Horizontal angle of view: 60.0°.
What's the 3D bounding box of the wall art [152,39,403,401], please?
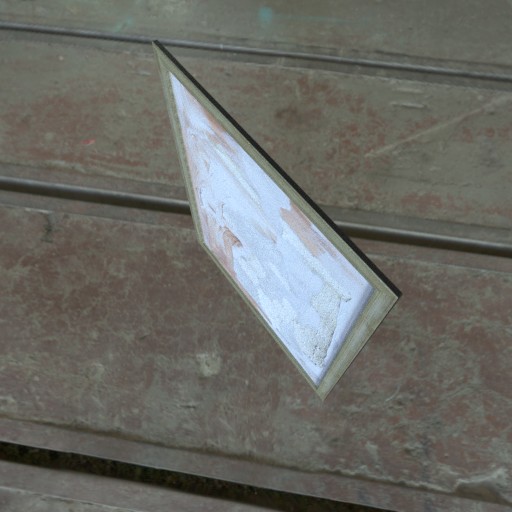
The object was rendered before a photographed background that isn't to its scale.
[{"bbox_3d":[0.000,0.000,0.777,0.009,0.559,0.483,-33,67,-16],"label":"wall art"}]
